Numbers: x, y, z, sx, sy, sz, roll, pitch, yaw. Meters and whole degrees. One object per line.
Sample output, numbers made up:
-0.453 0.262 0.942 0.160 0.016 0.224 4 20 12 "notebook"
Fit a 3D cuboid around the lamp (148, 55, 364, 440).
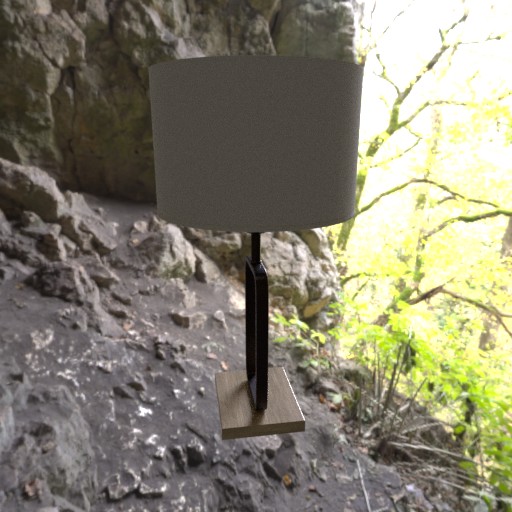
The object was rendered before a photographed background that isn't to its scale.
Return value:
0.000 0.000 0.658 0.279 0.508 0.279 -2 16 -9 "lamp"
